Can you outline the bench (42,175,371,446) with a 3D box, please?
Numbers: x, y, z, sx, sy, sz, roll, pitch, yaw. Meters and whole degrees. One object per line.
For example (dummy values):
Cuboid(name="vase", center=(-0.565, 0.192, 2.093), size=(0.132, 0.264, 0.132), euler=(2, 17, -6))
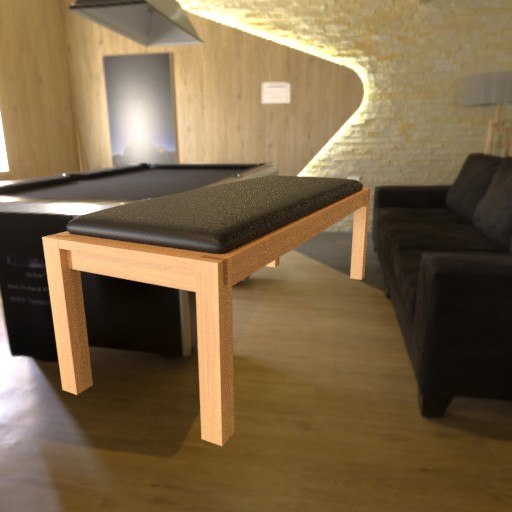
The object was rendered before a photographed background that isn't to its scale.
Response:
Cuboid(name="bench", center=(0.000, 0.000, 1.438), size=(0.450, 0.430, 1.202), euler=(8, 17, 25))
